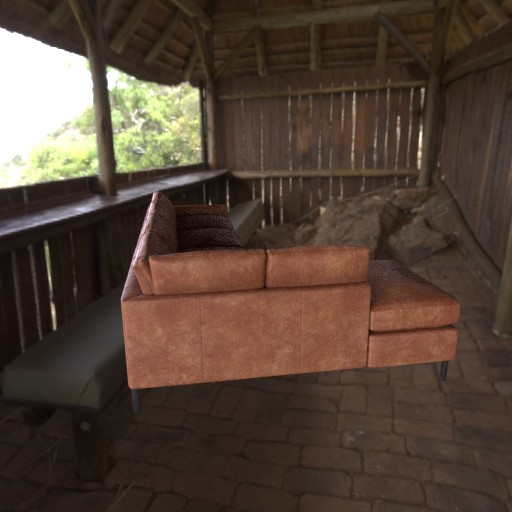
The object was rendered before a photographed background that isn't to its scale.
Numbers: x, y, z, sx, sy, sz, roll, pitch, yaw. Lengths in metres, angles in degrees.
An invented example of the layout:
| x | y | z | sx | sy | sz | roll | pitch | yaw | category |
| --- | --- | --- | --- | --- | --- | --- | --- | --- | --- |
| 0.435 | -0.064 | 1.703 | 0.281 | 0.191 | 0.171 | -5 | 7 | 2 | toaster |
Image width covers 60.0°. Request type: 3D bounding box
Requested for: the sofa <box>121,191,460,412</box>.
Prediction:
| x | y | z | sx | sy | sz | roll | pitch | yaw | category |
| --- | --- | --- | --- | --- | --- | --- | --- | --- | --- |
| 0.000 | 0.000 | 3.840 | 1.938 | 0.877 | 2.984 | -3 | 16 | -10 | sofa |
